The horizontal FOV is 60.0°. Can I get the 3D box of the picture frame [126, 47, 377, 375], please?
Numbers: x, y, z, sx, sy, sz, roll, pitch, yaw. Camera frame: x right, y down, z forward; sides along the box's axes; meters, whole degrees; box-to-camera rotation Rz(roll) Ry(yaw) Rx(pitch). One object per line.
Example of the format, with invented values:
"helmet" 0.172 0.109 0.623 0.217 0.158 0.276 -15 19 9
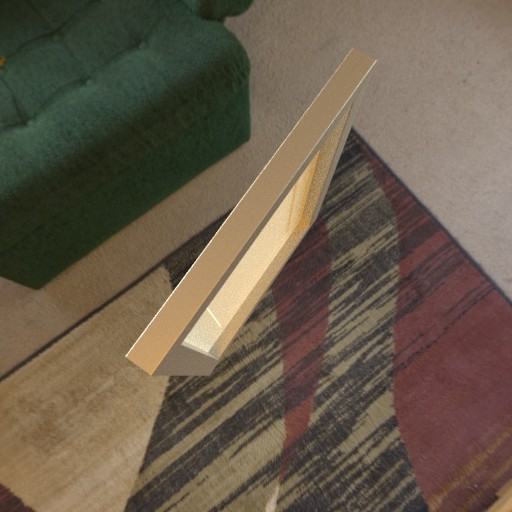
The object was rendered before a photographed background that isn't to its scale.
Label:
"picture frame" 0.000 0.000 0.525 0.036 0.386 0.307 33 77 8
